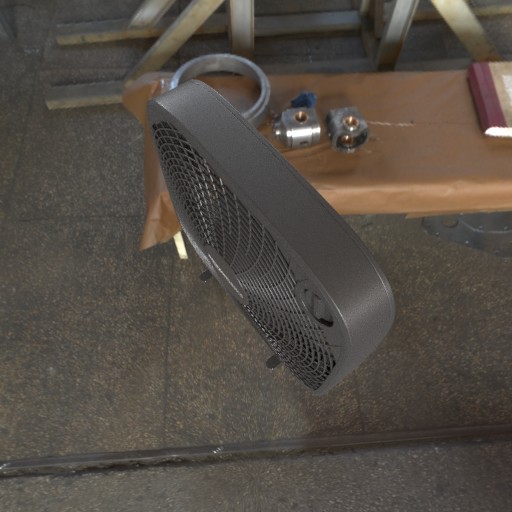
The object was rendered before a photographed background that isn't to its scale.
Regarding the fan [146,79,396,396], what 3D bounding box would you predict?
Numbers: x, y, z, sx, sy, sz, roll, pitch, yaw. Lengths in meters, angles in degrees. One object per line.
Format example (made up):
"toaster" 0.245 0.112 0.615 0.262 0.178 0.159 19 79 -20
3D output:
"fan" 0.000 0.000 0.826 0.142 0.533 0.526 -34 68 -16
